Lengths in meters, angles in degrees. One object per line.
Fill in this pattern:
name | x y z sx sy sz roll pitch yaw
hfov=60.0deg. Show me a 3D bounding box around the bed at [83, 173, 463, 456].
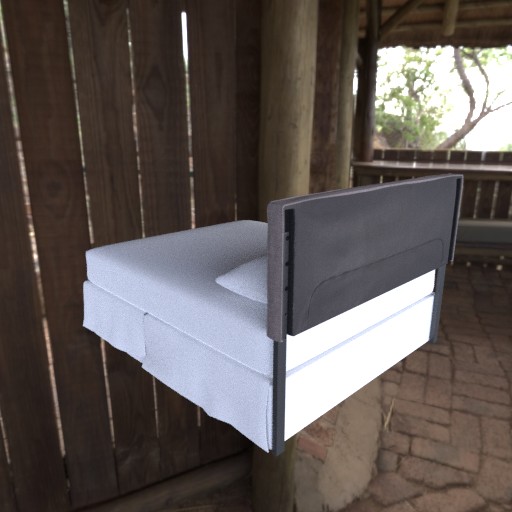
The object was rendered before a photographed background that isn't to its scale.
bed | 0.000 0.000 2.867 1.610 1.089 1.894 -15 22 -42
